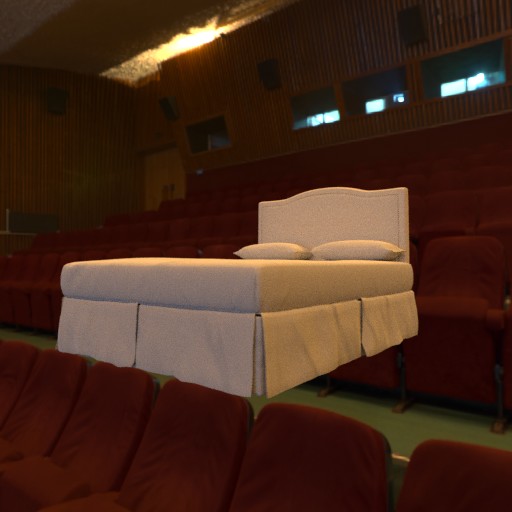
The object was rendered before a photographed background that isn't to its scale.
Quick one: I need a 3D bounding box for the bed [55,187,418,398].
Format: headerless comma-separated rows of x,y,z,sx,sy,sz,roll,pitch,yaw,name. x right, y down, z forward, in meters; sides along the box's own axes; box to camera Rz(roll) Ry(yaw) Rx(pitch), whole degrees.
0.000,0.000,3.666,1.977,1.437,2.477,-1,-1,38,bed
